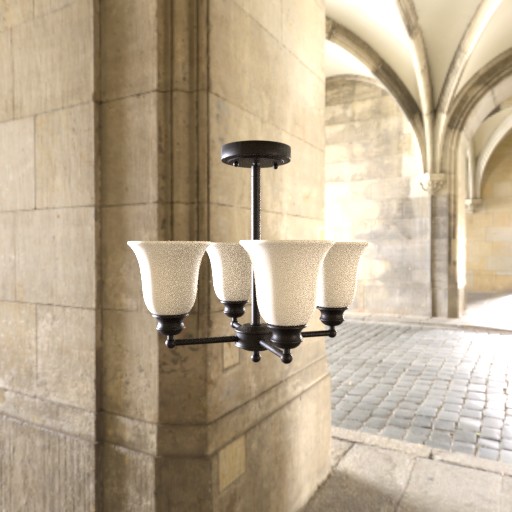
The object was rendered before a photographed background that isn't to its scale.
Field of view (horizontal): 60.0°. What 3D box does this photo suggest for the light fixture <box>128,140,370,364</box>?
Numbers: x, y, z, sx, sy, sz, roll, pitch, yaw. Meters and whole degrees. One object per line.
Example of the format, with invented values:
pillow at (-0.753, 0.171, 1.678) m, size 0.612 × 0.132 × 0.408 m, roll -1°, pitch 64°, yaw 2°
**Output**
light fixture at (0.000, 0.000, 1.919) m, size 1.069 × 0.925 × 1.069 m, roll 0°, pitch 1°, yaw -17°
